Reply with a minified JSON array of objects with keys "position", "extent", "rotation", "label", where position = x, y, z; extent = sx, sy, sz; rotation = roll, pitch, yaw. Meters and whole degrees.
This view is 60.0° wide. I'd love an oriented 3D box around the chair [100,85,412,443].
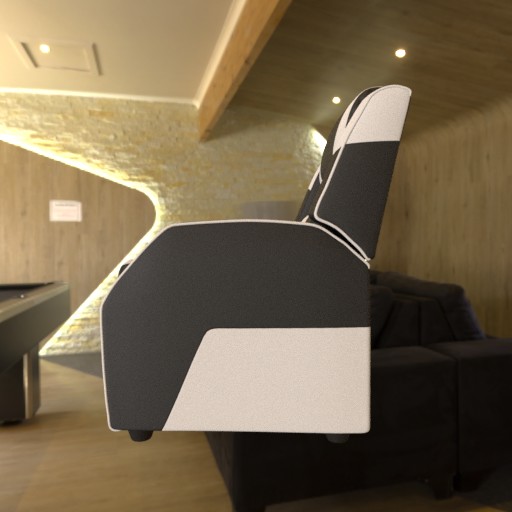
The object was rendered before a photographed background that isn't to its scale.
[{"position":[0.000,0.000,1.240],"extent":[0.672,0.805,0.620],"rotation":[0,1,1],"label":"chair"}]
